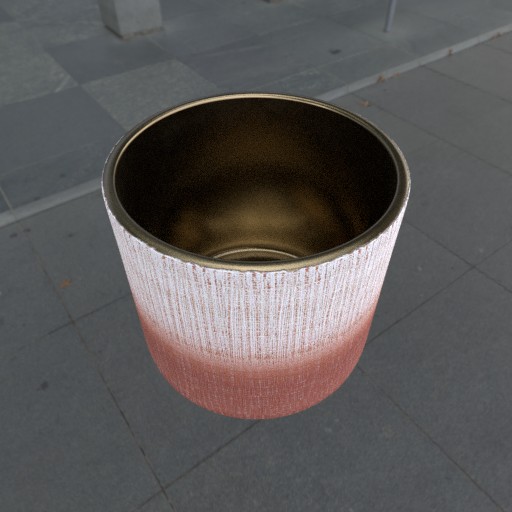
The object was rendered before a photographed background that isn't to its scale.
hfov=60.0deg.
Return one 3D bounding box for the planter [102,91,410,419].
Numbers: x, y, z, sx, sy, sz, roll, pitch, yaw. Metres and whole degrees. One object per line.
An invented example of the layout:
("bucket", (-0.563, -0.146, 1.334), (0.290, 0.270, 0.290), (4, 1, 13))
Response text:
("planter", (0.000, 0.000, 0.390), (0.221, 0.201, 0.221), (0, 46, 0))
